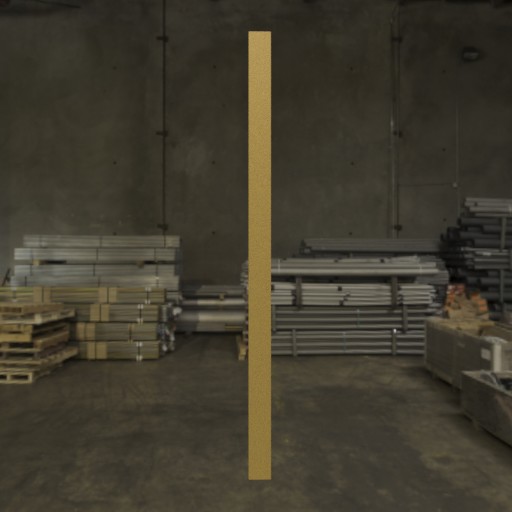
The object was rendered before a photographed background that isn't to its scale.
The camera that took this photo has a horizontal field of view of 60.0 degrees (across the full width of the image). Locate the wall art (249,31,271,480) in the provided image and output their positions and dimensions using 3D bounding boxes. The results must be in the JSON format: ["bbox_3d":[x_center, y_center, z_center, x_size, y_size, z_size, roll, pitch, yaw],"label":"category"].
[{"bbox_3d":[0.000,0.000,1.135,0.038,0.762,0.762,0,0,-1],"label":"wall art"}]
